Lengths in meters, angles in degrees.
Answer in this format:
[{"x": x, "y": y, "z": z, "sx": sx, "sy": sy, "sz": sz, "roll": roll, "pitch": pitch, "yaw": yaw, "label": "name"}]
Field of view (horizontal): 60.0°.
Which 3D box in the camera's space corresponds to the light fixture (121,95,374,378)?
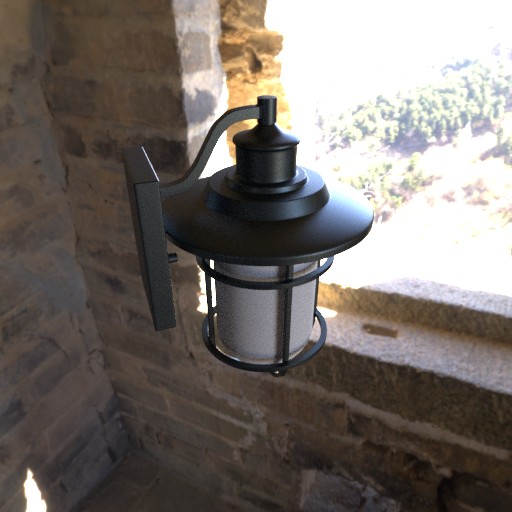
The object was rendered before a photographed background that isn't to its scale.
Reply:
[{"x": 0.000, "y": 0.000, "z": 0.504, "sx": 0.252, "sy": 0.345, "sz": 0.222, "roll": -11, "pitch": 32, "yaw": -17, "label": "light fixture"}]
